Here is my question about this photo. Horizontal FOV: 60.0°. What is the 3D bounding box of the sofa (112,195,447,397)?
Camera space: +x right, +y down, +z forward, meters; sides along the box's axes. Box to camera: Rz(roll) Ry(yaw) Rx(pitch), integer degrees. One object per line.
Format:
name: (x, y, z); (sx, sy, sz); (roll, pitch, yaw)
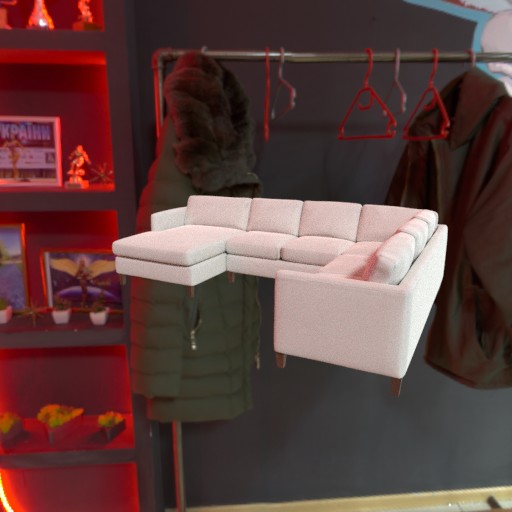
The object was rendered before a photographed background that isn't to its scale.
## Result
sofa: (0.000, 0.000, 4.601); (3.459, 0.956, 2.593); (7, 16, 27)
